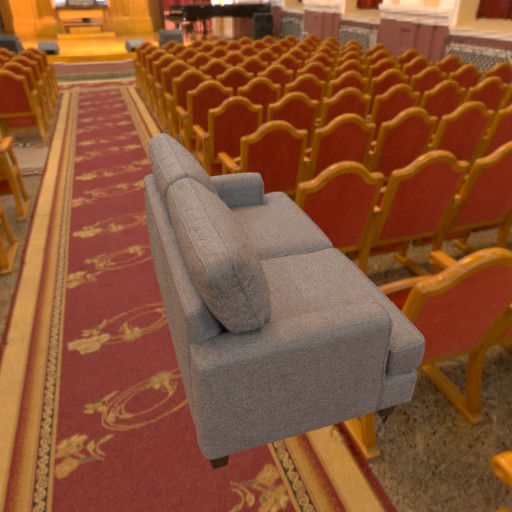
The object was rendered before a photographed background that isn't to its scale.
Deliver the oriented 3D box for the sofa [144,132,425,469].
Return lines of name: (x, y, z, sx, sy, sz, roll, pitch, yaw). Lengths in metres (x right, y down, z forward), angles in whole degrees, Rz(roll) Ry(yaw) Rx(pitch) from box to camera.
sofa: (0.000, 0.000, 2.281, 0.965, 0.965, 1.651, -10, 32, -16)
